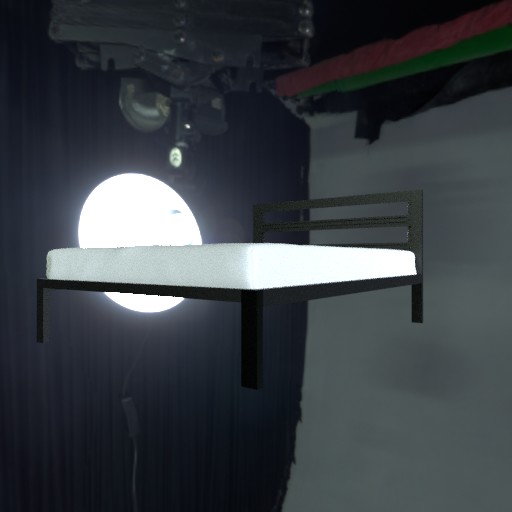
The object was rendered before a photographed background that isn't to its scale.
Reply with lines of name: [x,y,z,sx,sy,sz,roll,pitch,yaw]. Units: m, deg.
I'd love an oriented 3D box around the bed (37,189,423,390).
bed: [0.000,0.000,2.857,1.524,0.967,2.062,0,0,36]
